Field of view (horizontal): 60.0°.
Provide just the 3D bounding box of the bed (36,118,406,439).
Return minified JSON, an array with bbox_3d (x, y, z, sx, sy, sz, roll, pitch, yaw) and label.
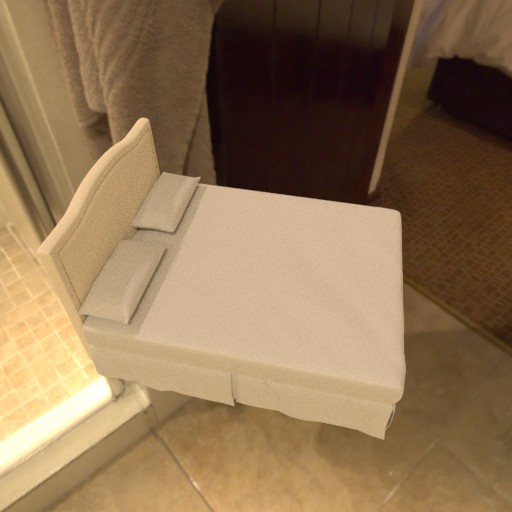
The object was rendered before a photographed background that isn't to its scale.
[{"bbox_3d":[0.000,0.000,3.618,2.477,1.437,1.977,9,47,8],"label":"bed"}]
